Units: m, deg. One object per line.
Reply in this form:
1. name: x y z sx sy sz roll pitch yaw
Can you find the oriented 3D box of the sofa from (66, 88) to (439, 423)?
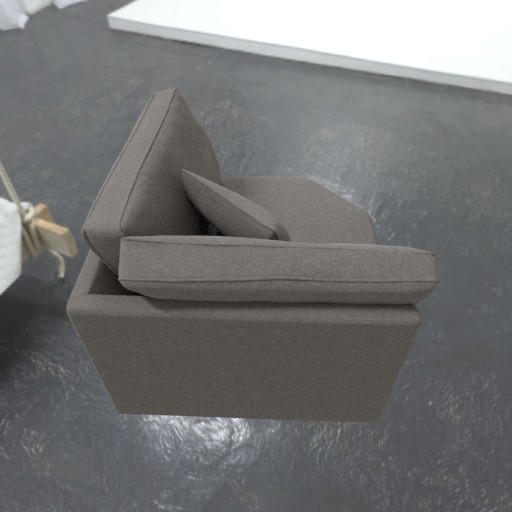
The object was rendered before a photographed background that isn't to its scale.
1. sofa: 0.000 0.000 1.811 1.050 0.951 1.042 2 46 2
